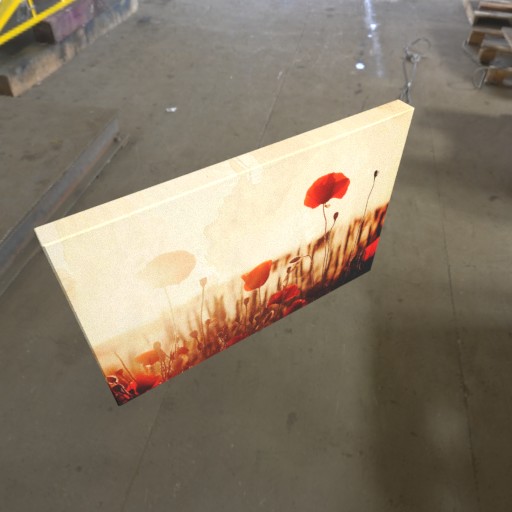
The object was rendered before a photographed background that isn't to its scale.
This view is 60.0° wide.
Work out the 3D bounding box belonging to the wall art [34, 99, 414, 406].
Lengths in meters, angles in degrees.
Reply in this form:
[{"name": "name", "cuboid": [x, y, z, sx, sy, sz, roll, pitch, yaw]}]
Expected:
[{"name": "wall art", "cuboid": [0.000, 0.000, 0.782, 0.613, 0.402, 0.040, -25, 50, -22]}]
